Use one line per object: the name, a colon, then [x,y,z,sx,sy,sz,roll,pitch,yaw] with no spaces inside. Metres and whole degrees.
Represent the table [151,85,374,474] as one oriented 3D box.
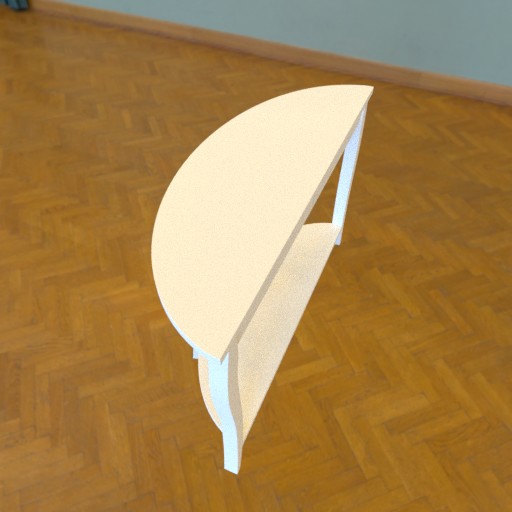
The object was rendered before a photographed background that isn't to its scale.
table: [0.000,0.000,1.569,0.394,0.780,1.219,18,49,16]
